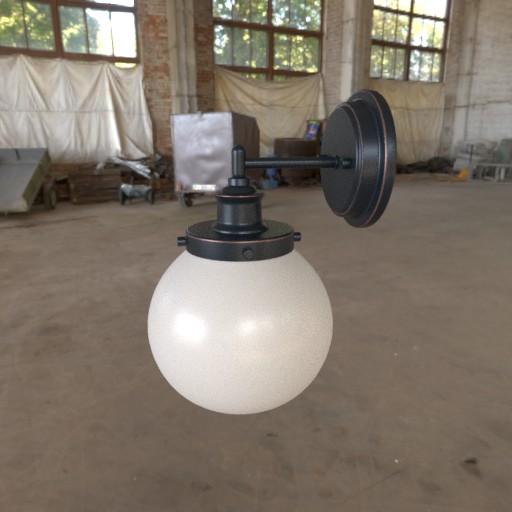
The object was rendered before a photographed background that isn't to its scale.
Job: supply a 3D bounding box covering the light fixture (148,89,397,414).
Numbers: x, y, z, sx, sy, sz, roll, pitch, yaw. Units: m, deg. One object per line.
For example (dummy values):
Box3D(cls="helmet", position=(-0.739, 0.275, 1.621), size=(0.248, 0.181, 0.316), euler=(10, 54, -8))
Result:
Box3D(cls="light fixture", position=(0.000, 0.000, 0.465), size=(0.230, 0.332, 0.197), euler=(-3, 16, -10))
